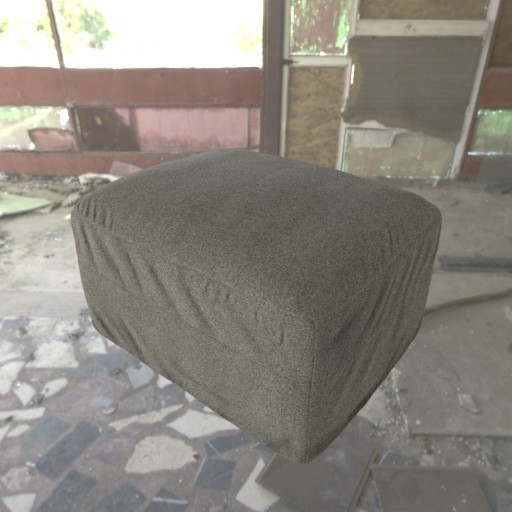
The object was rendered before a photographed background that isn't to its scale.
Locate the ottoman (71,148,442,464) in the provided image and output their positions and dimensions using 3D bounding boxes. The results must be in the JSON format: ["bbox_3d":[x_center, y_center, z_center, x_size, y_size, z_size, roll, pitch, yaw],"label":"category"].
[{"bbox_3d":[0.000,0.000,1.258,0.837,0.481,0.683,22,36,33],"label":"ottoman"}]
